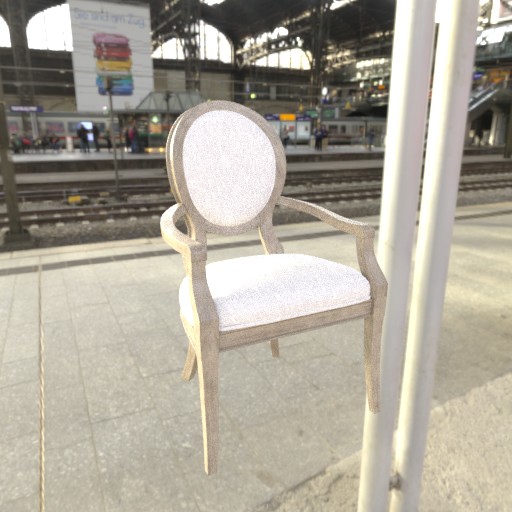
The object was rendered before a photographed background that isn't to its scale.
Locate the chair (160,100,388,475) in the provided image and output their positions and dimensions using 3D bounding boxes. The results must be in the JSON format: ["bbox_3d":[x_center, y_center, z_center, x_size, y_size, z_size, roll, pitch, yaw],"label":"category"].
[{"bbox_3d":[0.000,0.000,1.443,0.611,0.991,0.602,-8,17,-27],"label":"chair"}]
